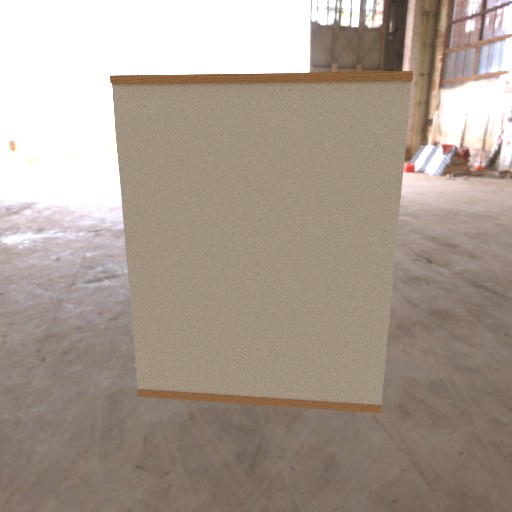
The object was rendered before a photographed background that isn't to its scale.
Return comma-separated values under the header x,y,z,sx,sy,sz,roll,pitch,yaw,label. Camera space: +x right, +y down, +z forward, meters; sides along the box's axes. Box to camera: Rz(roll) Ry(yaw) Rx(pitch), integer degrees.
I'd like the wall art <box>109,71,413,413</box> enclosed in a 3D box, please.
x,y,z,sx,sy,sz,roll,pitch,yaw,label
0.000,0.000,0.662,0.404,0.507,0.010,2,17,6,wall art
